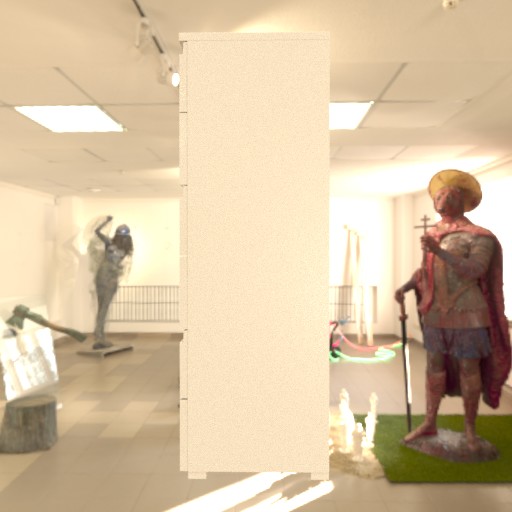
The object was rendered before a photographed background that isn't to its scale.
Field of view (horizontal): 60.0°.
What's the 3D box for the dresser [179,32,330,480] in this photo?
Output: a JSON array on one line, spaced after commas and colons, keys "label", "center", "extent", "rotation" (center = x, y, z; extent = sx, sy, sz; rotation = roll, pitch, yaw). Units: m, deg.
[{"label": "dresser", "center": [0.000, 0.000, 1.503], "extent": [0.400, 1.190, 0.650], "rotation": [0, 1, 1]}]
